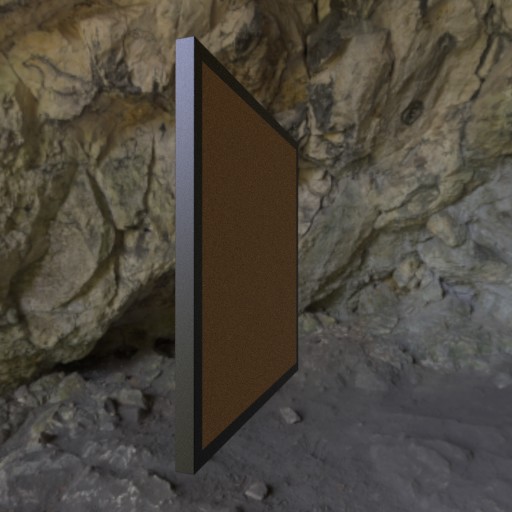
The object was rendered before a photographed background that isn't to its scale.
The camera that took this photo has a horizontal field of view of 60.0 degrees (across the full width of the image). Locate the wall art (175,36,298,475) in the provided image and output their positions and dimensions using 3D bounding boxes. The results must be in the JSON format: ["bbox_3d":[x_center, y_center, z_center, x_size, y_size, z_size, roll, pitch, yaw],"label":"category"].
[{"bbox_3d":[0.000,0.000,1.139,0.038,0.765,0.765,0,0,19],"label":"wall art"}]
